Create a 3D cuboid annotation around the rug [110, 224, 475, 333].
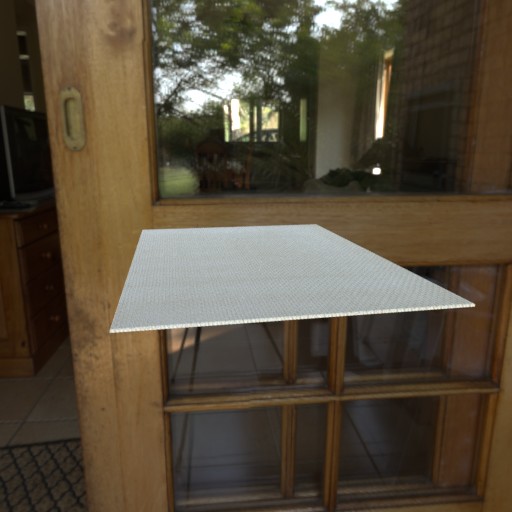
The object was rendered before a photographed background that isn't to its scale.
[{"bbox_3d":[0.000,0.000,2.795,1.509,0.013,2.144,-3,14,-11],"label":"rug"}]
